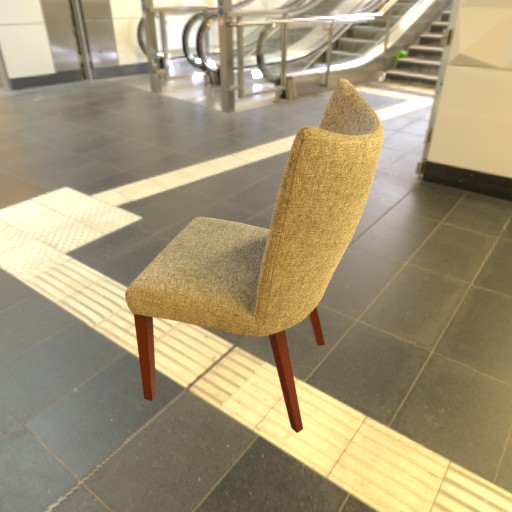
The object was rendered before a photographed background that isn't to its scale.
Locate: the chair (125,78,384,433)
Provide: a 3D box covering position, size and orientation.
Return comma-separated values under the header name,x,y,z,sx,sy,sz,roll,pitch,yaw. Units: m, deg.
name,x,y,z,sx,sy,sz,roll,pitch,yaw
chair,0.000,0.000,1.309,0.623,0.924,0.535,9,33,15
